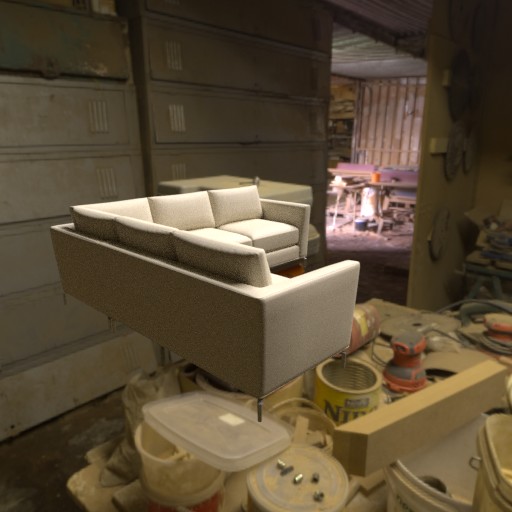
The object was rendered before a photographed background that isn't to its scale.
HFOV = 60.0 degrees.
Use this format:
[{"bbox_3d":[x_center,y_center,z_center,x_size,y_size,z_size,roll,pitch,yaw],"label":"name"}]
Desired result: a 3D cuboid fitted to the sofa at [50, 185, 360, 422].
[{"bbox_3d":[0.000,0.000,3.752,2.430,0.867,2.448,14,21,42],"label":"sofa"}]
